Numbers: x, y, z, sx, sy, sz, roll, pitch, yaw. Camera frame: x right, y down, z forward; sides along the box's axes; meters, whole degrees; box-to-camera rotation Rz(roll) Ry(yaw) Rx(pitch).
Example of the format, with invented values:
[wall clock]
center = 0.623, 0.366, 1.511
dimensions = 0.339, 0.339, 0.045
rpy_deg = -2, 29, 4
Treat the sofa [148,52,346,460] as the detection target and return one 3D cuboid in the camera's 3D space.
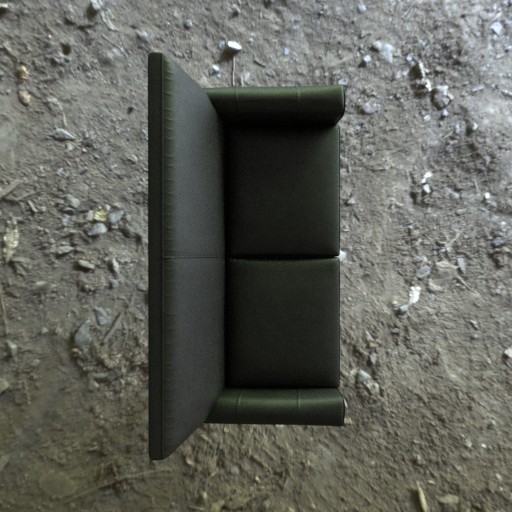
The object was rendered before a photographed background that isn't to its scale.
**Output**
[sofa]
center = 0.000, 0.000, 2.028
dimensions = 0.787, 0.871, 1.473
rpy_deg = 0, 90, 0
